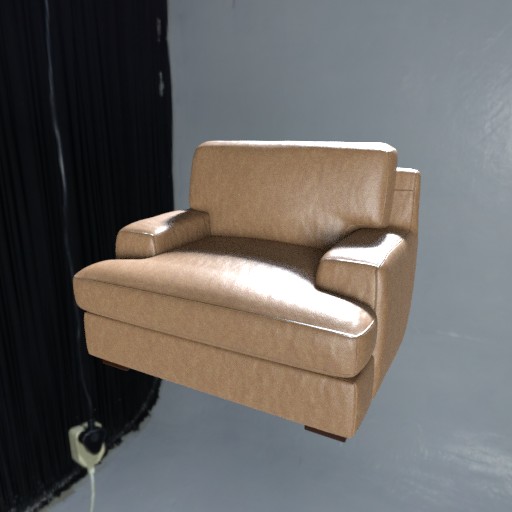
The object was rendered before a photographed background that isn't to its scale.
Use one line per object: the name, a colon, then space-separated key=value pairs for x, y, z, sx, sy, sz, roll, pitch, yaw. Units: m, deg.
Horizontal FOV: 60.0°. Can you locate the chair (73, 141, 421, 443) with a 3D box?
chair: x=0.000 y=0.000 z=1.974 sx=1.276 sy=0.978 sz=1.050 roll=8 pitch=18 yaw=27
